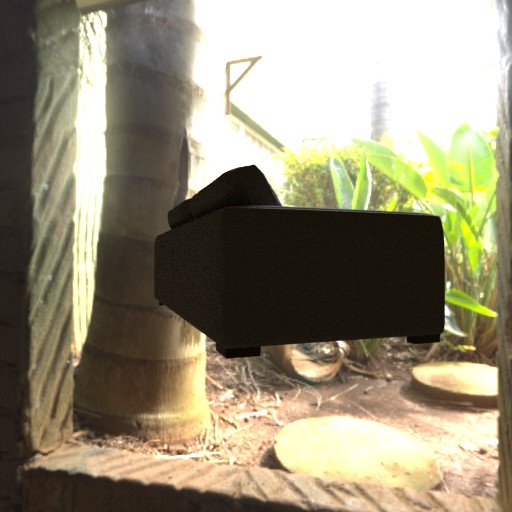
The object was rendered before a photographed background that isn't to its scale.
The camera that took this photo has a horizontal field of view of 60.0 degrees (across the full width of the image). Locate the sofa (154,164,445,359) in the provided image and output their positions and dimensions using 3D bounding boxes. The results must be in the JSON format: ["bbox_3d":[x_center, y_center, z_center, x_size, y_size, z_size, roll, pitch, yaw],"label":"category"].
[{"bbox_3d":[0.000,0.000,2.872,1.070,0.801,2.262,0,0,-19],"label":"sofa"}]
